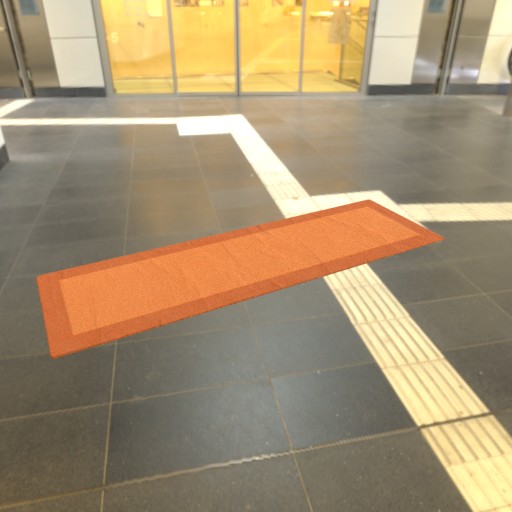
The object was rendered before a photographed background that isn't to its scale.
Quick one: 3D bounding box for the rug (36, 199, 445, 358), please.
[{"bbox_3d":[0.000,0.000,2.720,2.471,0.013,0.914,-17,34,-27],"label":"rug"}]
